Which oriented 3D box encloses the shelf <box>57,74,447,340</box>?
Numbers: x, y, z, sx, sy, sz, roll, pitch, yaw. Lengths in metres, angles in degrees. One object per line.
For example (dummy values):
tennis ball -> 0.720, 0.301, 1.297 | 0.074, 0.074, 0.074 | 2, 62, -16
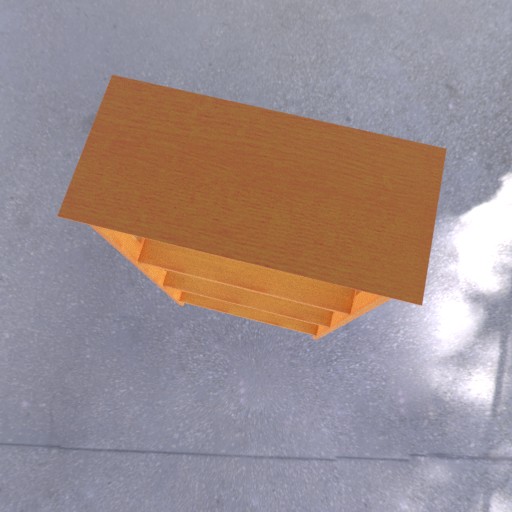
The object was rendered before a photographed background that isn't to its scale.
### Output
shelf -> 0.000, 0.000, 1.329 | 0.660, 1.067, 0.305 | 14, 76, 4
